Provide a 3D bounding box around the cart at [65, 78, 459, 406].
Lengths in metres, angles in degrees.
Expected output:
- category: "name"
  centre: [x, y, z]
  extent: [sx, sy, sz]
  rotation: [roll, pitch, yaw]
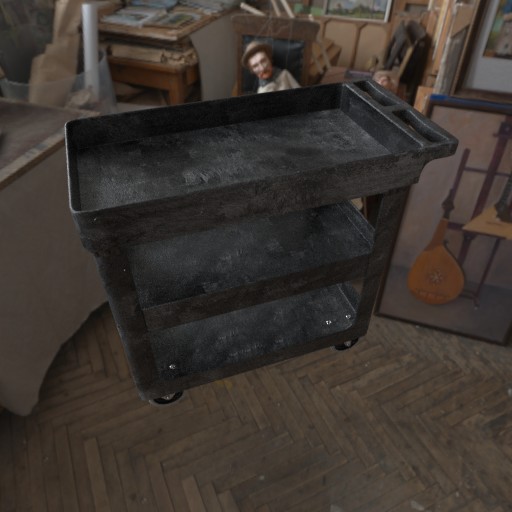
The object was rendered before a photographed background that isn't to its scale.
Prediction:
- category: "cart"
  centre: [0.000, 0.000, 1.349]
  extent: [0.877, 0.824, 0.420]
  rotation: [-13, 44, -14]
